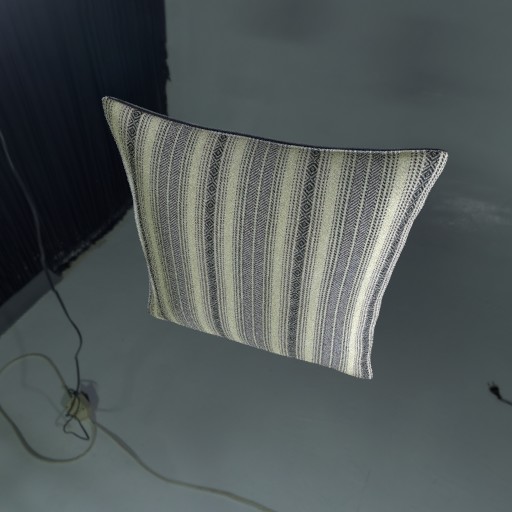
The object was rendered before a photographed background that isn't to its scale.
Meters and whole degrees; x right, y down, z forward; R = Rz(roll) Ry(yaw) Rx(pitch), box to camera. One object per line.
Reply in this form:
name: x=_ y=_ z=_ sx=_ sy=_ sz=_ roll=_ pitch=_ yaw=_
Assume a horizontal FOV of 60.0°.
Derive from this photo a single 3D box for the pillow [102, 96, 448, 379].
pillow: x=0.000 y=0.000 z=0.797 sx=0.520 sy=0.508 sz=0.166 roll=13 pitch=44 yaw=14
